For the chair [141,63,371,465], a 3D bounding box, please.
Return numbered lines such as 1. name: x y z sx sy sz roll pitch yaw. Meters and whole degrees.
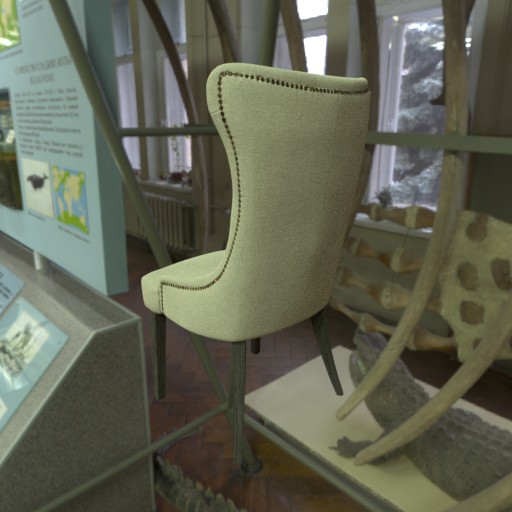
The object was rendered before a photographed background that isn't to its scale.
1. chair: 0.000 0.000 1.416 0.584 1.065 0.590 -15 22 -41
